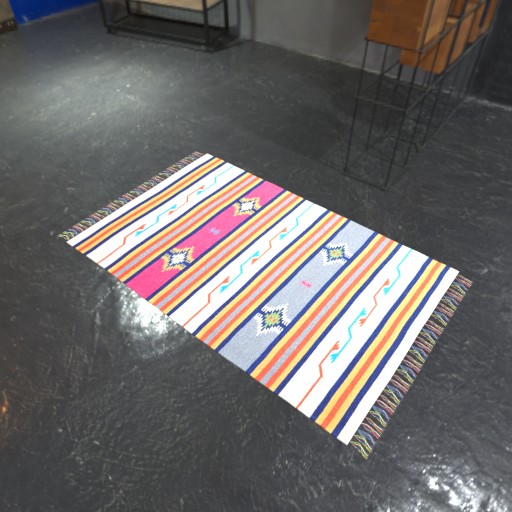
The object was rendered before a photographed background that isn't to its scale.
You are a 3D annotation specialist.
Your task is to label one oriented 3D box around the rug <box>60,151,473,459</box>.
[{"bbox_3d":[0.000,0.000,2.246,1.849,0.013,1.084,30,52,26],"label":"rug"}]
